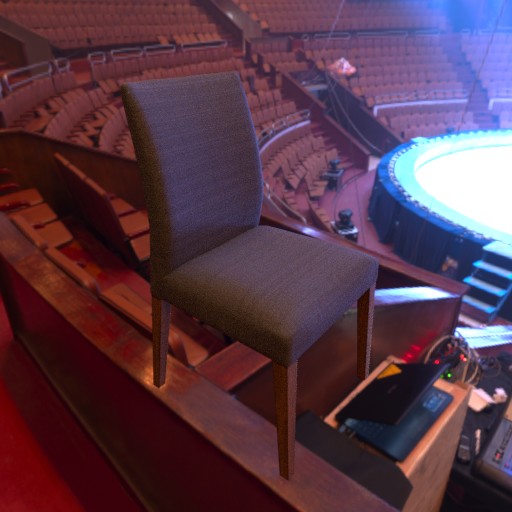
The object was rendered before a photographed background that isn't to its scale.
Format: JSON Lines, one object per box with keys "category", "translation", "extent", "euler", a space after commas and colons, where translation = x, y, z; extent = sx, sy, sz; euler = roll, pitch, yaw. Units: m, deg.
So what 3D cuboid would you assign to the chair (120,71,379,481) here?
{"category": "chair", "translation": [0.000, 0.000, 1.279], "extent": [0.585, 0.940, 0.496], "euler": [19, 33, 32]}
